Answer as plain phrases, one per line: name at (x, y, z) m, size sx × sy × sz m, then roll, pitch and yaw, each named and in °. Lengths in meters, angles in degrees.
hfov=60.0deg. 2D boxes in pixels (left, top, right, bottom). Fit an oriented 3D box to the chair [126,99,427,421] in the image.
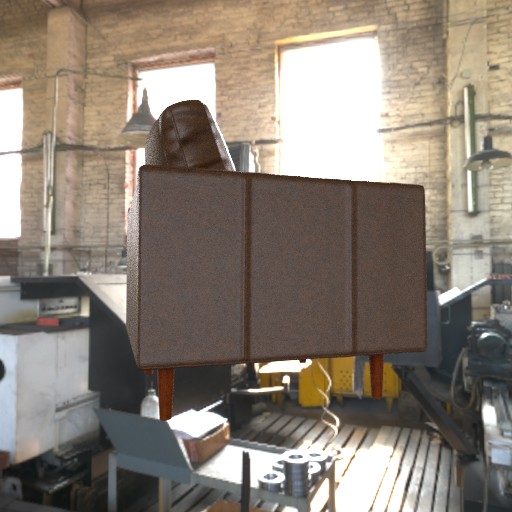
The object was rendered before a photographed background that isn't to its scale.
chair at (0.000, 0.000, 1.671) m, size 0.909 × 0.956 × 0.890 m, roll 1°, pitch -2°, yaw -18°
